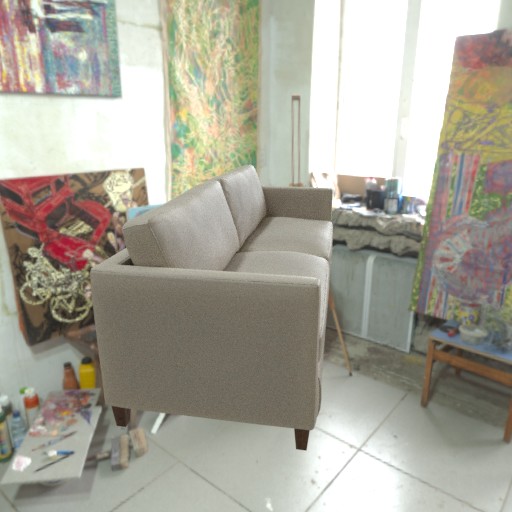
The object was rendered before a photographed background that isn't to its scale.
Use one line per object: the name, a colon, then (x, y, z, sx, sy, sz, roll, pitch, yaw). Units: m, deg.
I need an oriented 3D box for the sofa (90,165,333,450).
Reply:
sofa: (0.000, 0.000, 2.847, 0.951, 0.968, 2.361, 3, 18, 10)
